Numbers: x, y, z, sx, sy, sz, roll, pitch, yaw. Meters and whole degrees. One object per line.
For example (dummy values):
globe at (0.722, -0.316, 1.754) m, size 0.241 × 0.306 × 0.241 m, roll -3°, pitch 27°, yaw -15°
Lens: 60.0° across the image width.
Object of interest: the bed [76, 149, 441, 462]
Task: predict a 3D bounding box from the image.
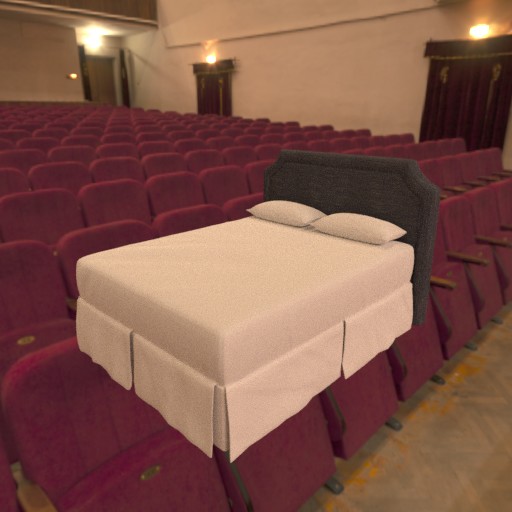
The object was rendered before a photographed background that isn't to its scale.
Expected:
bed at (0.000, 0.000, 3.153) m, size 1.693 × 1.290 × 2.116 m, roll 17°, pitch 25°, yaw 42°
